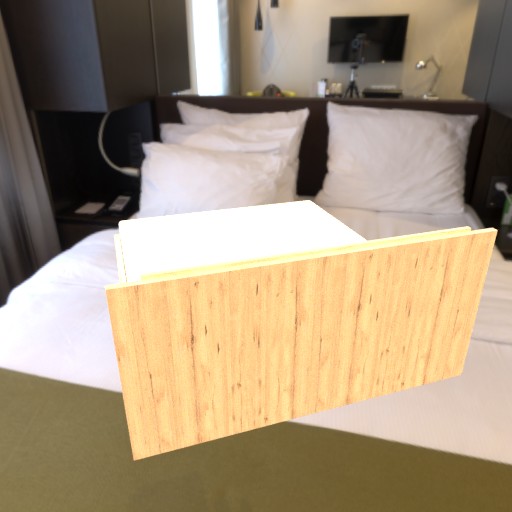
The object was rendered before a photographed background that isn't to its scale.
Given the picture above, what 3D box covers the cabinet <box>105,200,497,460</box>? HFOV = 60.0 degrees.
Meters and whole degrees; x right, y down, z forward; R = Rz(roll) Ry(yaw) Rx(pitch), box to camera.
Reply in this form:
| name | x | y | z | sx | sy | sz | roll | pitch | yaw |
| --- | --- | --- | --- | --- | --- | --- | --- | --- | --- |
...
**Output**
| name | x | y | z | sx | sy | sz | roll | pitch | yaw |
| --- | --- | --- | --- | --- | --- | --- | --- | --- | --- |
| cabinet | 0.000 | 0.000 | 3.115 | 1.950 | 0.970 | 2.080 | -8 | 27 | -17 |
